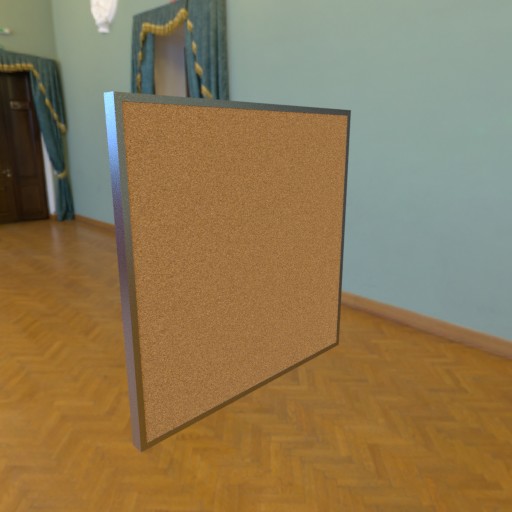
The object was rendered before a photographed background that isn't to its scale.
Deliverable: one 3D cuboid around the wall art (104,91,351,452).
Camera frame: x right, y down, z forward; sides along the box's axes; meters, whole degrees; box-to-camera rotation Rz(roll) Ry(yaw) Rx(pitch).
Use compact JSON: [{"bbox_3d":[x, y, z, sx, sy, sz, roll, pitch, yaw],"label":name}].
[{"bbox_3d":[0.000,0.000,1.237,0.806,0.806,0.038,-14,20,-43],"label":"wall art"}]
